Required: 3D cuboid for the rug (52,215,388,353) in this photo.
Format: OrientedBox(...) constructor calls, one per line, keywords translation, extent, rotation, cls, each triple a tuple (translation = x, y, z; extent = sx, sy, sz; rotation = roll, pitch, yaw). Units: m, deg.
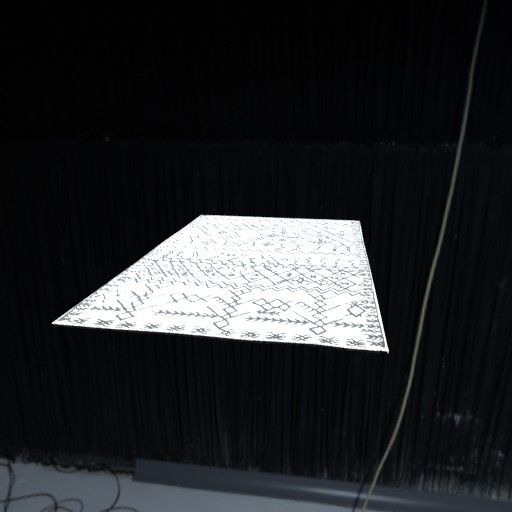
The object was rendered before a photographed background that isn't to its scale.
OrientedBox(translation=(0.000, 0.000, 3.097), extent=(1.530, 0.012, 2.444), rotation=(3, 18, 9), cls="rug")
